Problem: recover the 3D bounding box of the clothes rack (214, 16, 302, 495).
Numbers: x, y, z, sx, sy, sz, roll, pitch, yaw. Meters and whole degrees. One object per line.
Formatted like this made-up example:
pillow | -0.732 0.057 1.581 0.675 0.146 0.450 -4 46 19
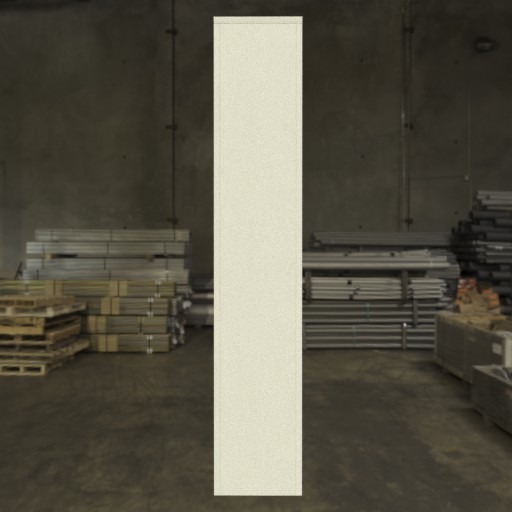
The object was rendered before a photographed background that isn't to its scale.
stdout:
clothes rack | 0.000 0.000 1.560 0.250 1.280 0.750 0 1 0
